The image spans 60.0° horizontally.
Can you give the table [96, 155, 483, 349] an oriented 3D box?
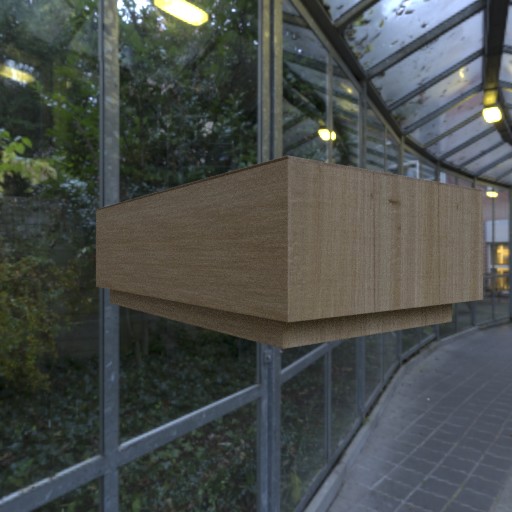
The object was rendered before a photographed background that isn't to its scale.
[{"bbox_3d":[0.000,0.000,1.421,0.678,0.353,1.110,0,0,-36],"label":"table"}]
